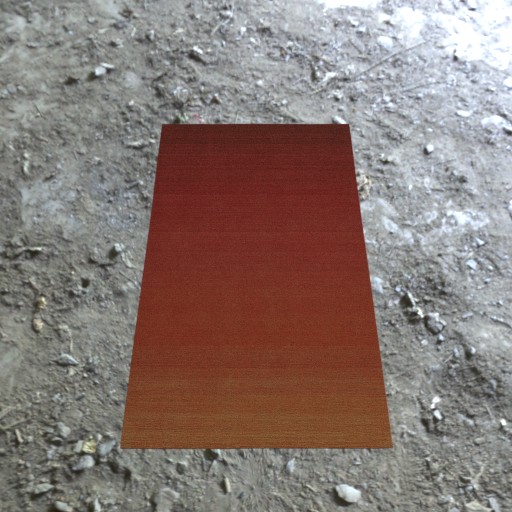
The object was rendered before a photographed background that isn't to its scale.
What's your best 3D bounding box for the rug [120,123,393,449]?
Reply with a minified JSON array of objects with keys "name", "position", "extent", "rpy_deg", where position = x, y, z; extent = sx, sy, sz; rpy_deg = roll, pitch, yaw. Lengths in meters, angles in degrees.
[{"name":"rug","position":[0.000,0.000,3.050],"extent":[1.531,0.010,2.442],"rpy_deg":[0,62,0]}]
